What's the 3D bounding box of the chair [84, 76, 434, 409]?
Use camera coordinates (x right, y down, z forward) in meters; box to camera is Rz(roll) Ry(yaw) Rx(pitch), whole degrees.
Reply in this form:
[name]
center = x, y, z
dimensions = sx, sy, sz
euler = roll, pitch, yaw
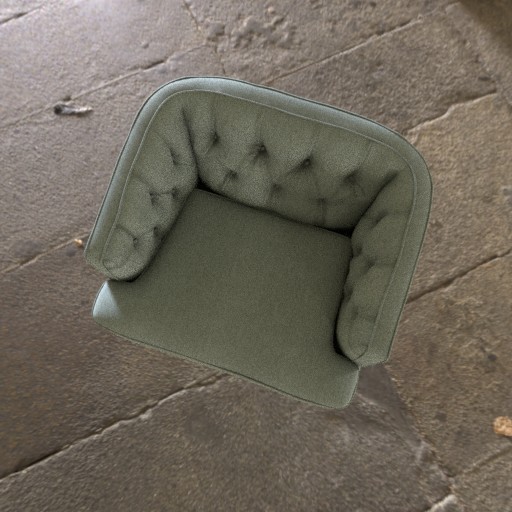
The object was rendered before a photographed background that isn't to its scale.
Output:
[chair]
center = 0.000, 0.000, 1.774
dimensions = 1.094, 0.852, 0.945
euler = 18, 76, 5
